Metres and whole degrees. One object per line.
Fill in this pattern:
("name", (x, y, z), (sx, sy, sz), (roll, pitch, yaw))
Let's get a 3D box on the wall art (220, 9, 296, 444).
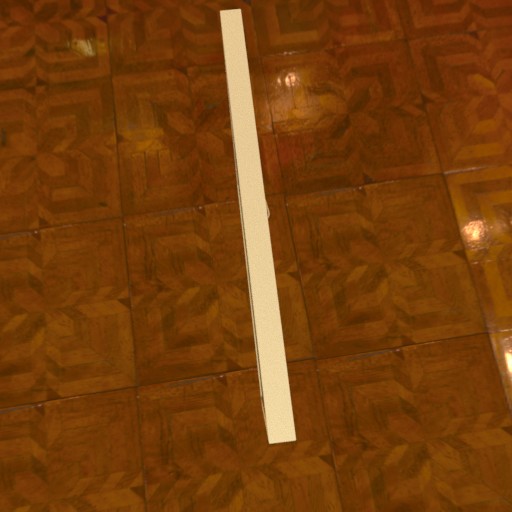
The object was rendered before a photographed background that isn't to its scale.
("wall art", (0.000, 0.000, 1.102), (0.050, 0.762, 0.761), (-6, 75, -2))
